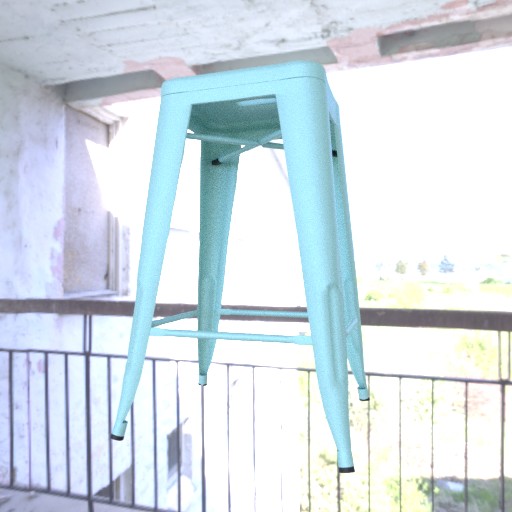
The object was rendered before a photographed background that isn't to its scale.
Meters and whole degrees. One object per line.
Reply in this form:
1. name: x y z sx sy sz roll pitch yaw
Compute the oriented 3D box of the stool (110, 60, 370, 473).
1. stool: 0.000 0.000 0.839 0.399 0.609 0.359 0 -1 17
